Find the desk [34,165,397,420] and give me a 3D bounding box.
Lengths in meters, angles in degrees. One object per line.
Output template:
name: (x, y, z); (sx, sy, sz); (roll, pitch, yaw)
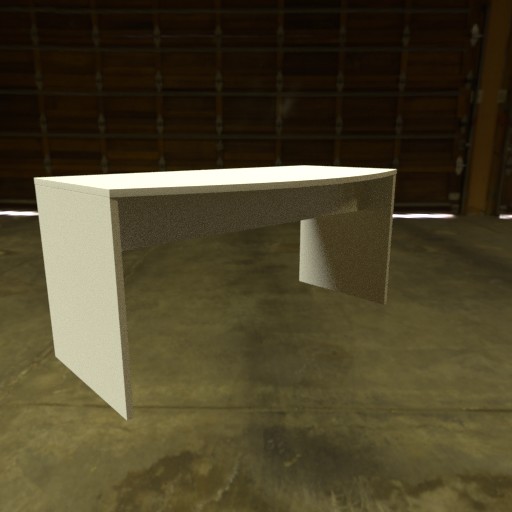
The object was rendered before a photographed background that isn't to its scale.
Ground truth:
desk: (0.000, 0.000, 2.052); (1.600, 0.750, 0.802); (-13, 19, -42)
